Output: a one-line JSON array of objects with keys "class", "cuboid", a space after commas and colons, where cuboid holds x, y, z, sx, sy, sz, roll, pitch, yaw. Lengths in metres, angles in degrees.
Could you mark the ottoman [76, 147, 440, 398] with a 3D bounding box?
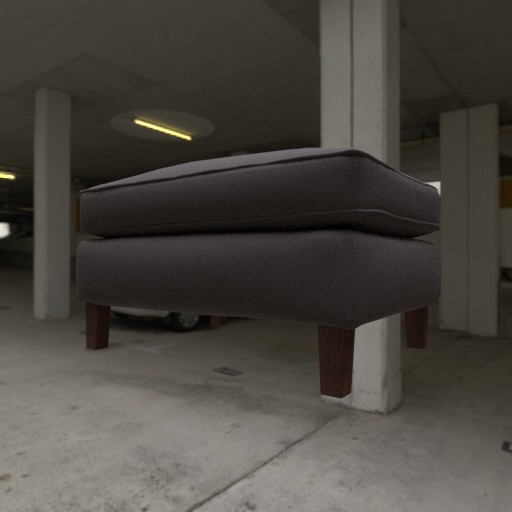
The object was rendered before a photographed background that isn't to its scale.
[{"class": "ottoman", "cuboid": [0.000, 0.000, 0.982, 0.686, 0.406, 0.508, 0, 0, 35]}]
